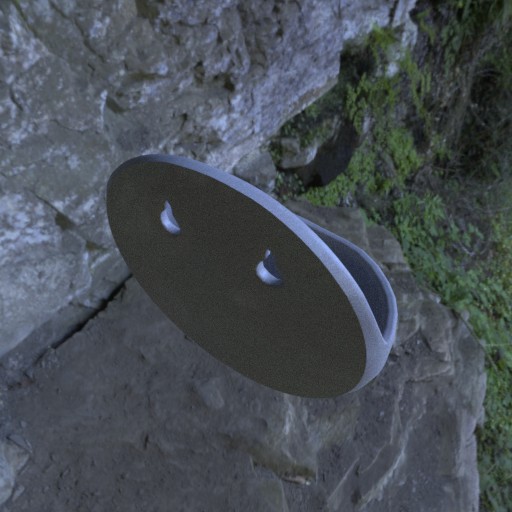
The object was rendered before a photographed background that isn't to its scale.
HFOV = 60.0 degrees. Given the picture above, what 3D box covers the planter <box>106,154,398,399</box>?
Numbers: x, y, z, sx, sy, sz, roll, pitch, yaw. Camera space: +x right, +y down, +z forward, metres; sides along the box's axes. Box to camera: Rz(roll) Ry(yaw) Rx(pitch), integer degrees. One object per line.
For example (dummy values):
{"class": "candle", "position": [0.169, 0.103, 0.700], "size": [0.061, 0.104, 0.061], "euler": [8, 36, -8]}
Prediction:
{"class": "planter", "position": [0.000, 0.000, 0.272], "size": [0.190, 0.164, 0.073], "euler": [27, 52, 23]}
